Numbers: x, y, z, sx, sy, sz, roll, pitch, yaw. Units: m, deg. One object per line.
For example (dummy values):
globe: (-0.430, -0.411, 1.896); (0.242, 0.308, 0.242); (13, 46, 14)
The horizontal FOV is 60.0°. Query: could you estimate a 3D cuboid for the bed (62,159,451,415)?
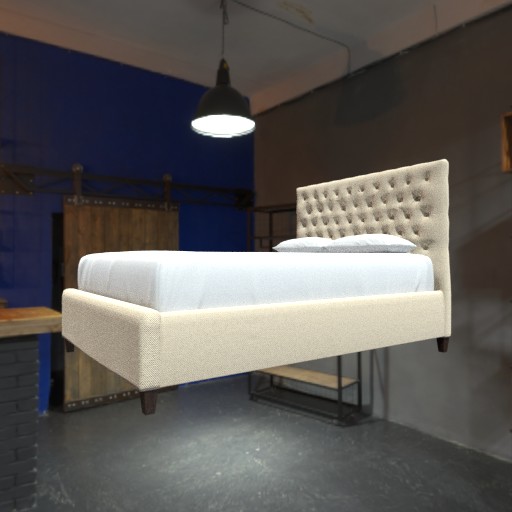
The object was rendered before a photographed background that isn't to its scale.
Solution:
bed: (0.000, 0.000, 3.306); (2.387, 1.427, 1.698); (0, 0, -35)
